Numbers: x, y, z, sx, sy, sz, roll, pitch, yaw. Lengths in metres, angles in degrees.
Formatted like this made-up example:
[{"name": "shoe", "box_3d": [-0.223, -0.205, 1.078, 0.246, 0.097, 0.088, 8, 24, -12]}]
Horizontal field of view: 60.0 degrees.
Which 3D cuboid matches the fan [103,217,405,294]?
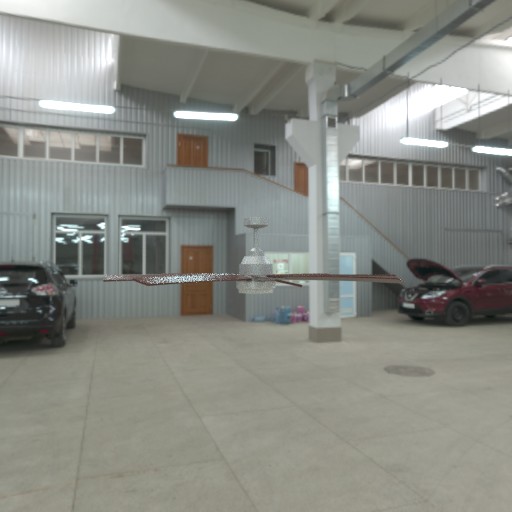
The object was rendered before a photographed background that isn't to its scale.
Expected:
[{"name": "fan", "box_3d": [0.000, 0.000, 2.794, 1.830, 0.472, 1.830, -1, -2, 36]}]
